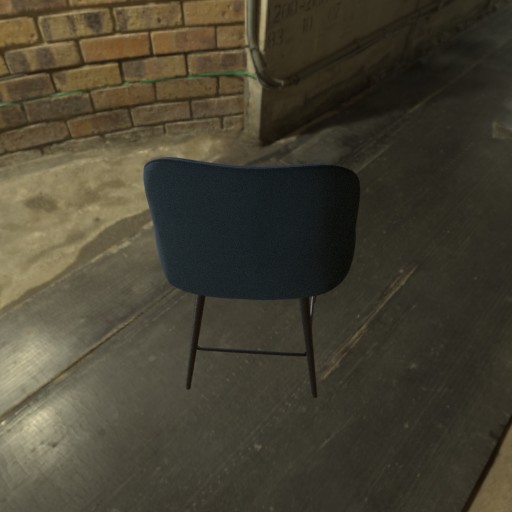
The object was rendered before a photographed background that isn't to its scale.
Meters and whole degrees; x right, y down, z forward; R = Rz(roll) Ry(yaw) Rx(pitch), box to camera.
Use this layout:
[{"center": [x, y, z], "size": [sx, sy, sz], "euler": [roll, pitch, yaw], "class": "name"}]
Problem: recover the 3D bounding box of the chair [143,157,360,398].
[{"center": [0.000, 0.000, 1.220], "size": [0.526, 0.927, 0.489], "euler": [3, 47, 3], "class": "chair"}]
